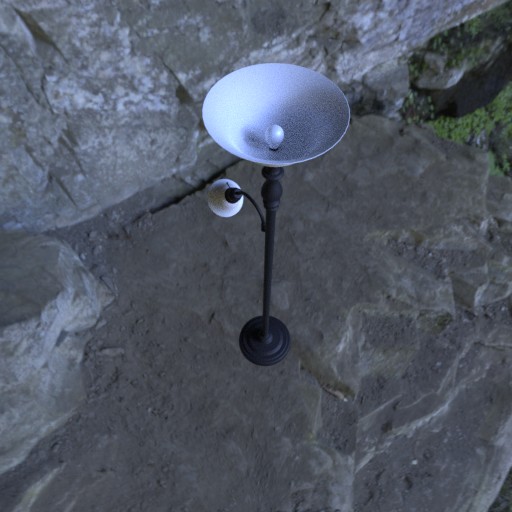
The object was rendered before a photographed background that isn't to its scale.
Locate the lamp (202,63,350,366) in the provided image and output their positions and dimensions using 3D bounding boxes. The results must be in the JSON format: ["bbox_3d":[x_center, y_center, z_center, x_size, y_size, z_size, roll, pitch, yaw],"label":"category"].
[{"bbox_3d":[0.000,0.000,2.022,0.405,1.793,0.588,-32,64,-18],"label":"lamp"}]
